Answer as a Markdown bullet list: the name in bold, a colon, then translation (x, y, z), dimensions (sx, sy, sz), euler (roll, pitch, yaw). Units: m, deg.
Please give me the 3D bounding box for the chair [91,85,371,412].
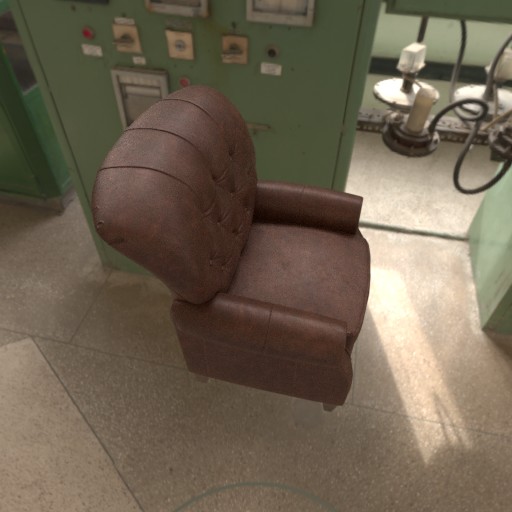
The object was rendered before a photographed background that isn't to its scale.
- **chair**: translation (0.000, 0.000, 1.974), dimensions (1.031, 1.162, 0.979), euler (10, 48, 9)
